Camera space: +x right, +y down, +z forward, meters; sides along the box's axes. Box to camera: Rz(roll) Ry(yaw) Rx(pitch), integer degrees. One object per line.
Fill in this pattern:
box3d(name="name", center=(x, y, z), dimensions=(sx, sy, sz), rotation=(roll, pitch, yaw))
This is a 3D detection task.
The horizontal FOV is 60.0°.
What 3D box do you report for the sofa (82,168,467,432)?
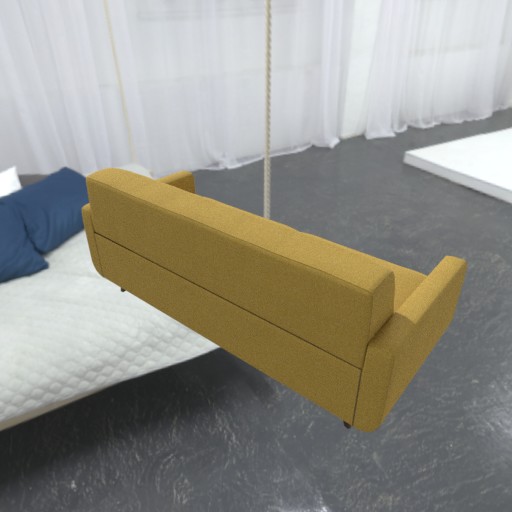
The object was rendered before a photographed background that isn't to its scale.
box3d(name="sofa", center=(0.000, 0.000, 2.521), dimensions=(2.029, 0.841, 0.909), rotation=(23, 38, 33))
